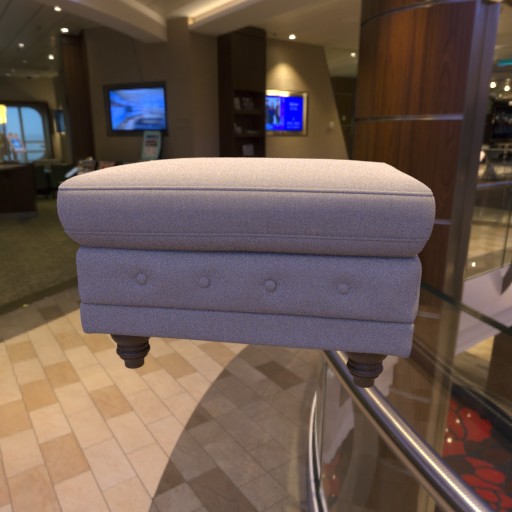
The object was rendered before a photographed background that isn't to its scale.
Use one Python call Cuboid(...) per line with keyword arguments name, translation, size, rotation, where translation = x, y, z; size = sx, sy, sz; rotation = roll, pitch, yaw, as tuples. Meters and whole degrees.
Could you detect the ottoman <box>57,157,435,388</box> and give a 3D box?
Cuboid(name="ottoman", translation=(0.000, 0.000, 1.172), size=(0.771, 0.500, 0.569), rotation=(2, 16, 8))
